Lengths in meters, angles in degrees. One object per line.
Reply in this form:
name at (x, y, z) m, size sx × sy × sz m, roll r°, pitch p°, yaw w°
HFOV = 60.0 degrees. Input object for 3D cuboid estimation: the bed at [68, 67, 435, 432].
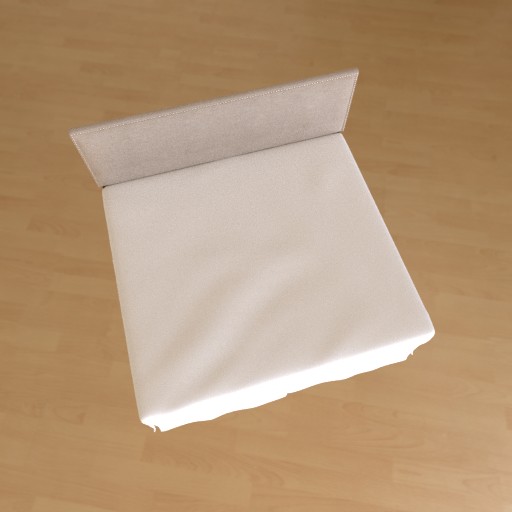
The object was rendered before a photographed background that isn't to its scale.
bed at (0.000, 0.000, 3.304) m, size 2.170 × 1.346 × 1.914 m, roll -15°, pitch 65°, yaw -7°
